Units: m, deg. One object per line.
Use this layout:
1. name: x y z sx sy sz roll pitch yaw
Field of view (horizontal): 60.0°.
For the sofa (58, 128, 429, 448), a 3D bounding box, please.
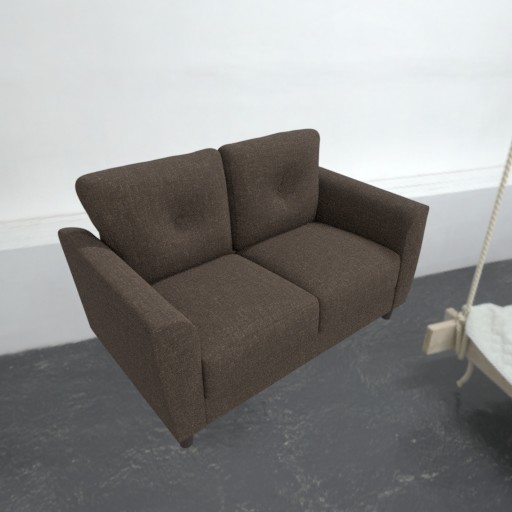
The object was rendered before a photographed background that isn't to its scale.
1. sofa: 0.000 0.000 2.007 1.423 0.885 0.851 -22 36 -33
